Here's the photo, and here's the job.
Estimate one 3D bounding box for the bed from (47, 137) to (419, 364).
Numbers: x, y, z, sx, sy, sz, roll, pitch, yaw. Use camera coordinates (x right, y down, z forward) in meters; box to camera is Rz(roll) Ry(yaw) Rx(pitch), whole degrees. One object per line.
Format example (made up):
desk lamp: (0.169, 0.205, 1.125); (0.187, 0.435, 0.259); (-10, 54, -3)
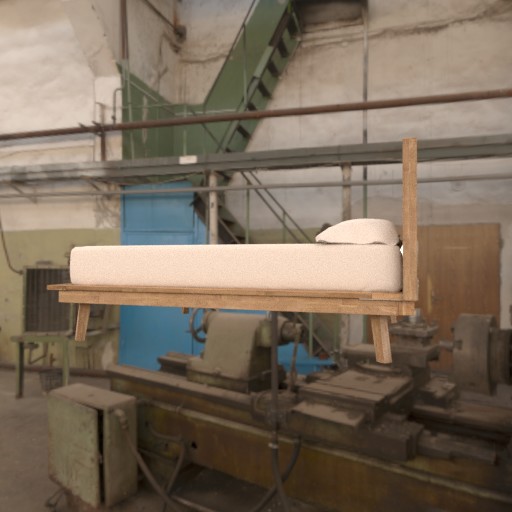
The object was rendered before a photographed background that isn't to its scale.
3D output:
bed: (0.000, 0.000, 3.183); (2.145, 1.071, 1.759); (0, 0, 18)
